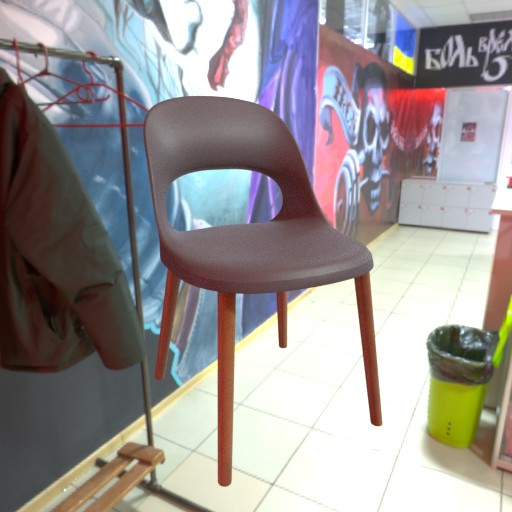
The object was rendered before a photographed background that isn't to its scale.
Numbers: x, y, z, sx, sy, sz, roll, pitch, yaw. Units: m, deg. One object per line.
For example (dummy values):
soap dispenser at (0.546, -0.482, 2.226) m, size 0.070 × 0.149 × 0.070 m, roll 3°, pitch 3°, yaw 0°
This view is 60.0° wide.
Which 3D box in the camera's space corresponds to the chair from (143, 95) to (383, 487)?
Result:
chair at (0.000, 0.000, 1.115) m, size 0.470 × 0.795 × 0.556 m, roll -8°, pitch 18°, yaw -27°
